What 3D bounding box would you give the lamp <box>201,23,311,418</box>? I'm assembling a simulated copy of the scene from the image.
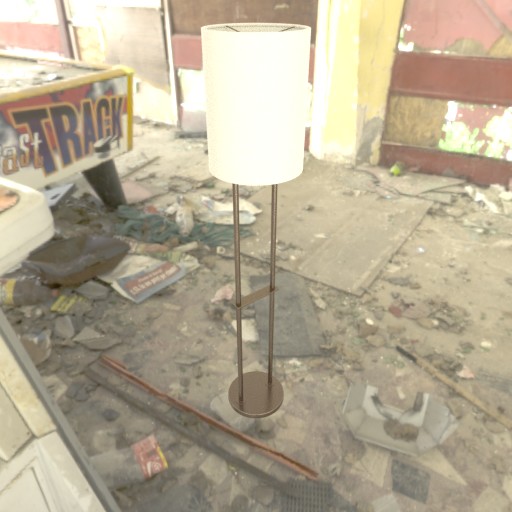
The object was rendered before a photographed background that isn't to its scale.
[{"bbox_3d":[0.000,0.000,1.630,0.306,1.500,0.305,-22,38,-31],"label":"lamp"}]
